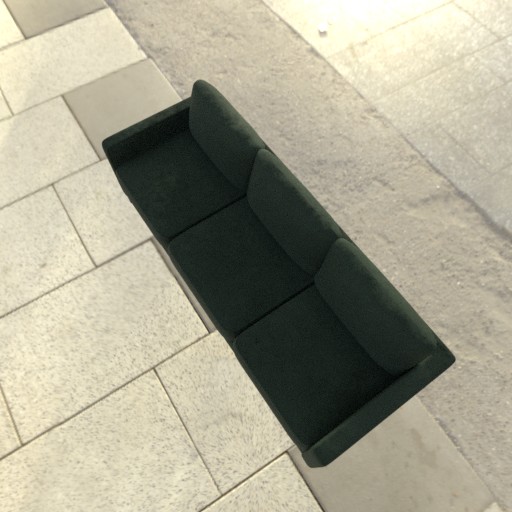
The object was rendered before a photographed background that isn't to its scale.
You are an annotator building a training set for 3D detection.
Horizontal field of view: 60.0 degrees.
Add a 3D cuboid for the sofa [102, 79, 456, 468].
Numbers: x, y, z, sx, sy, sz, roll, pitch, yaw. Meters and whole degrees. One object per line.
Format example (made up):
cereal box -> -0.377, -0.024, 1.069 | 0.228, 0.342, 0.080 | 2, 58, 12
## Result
sofa -> 0.000, 0.000, 2.632 | 0.859, 0.870, 2.218 | -32, 68, -14
